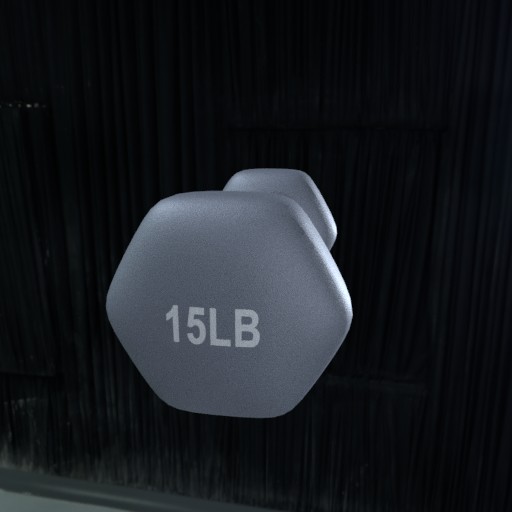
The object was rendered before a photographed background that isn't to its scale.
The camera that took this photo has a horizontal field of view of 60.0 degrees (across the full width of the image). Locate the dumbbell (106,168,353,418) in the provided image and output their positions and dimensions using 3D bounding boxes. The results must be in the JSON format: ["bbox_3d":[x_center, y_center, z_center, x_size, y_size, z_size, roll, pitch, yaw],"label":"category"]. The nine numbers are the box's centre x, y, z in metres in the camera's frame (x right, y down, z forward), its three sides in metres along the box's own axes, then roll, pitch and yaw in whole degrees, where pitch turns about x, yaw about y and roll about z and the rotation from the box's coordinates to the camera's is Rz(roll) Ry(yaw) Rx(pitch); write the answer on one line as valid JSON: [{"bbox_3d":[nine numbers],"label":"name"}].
[{"bbox_3d":[0.000,0.000,0.299,0.116,0.105,0.240,2,14,8],"label":"dumbbell"}]
